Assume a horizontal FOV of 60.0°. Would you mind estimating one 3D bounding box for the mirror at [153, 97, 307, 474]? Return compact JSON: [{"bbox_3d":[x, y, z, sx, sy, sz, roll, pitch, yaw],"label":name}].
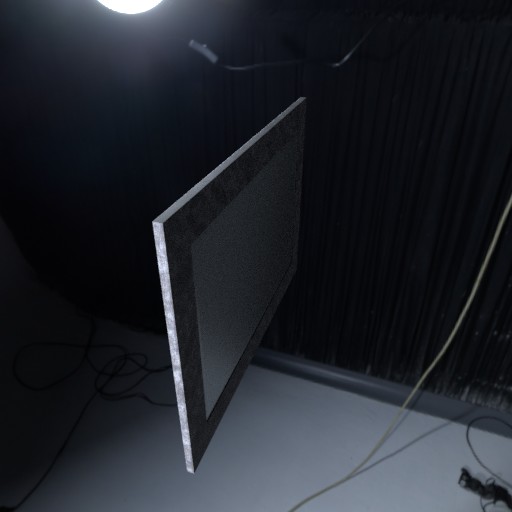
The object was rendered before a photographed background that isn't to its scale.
[{"bbox_3d":[0.000,0.000,1.481,0.022,0.795,1.101,11,34,17],"label":"mirror"}]
